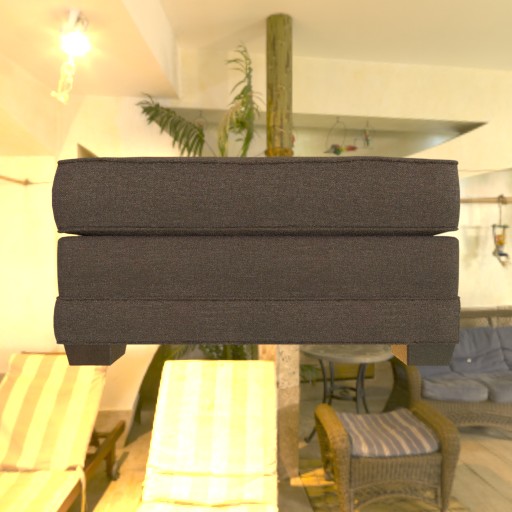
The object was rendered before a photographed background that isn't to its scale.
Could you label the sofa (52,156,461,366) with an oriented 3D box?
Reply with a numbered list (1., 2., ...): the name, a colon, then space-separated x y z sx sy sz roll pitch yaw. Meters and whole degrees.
1. sofa: 0.000 0.000 1.182 0.854 0.457 0.578 0 1 0
